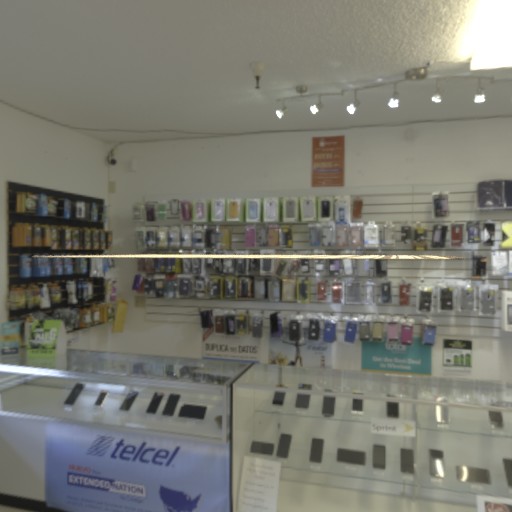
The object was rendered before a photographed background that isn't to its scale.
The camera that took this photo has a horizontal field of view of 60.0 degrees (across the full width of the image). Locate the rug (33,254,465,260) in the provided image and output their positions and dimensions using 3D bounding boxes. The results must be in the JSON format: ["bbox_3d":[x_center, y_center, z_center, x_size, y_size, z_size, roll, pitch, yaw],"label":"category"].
[{"bbox_3d":[0.000,0.000,2.592,2.096,0.011,1.229,0,1,18],"label":"rug"}]
